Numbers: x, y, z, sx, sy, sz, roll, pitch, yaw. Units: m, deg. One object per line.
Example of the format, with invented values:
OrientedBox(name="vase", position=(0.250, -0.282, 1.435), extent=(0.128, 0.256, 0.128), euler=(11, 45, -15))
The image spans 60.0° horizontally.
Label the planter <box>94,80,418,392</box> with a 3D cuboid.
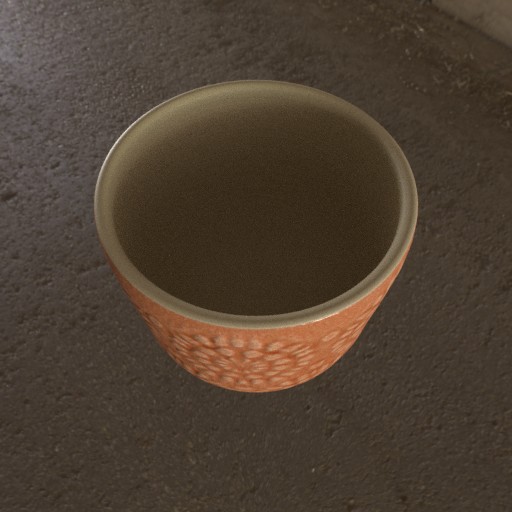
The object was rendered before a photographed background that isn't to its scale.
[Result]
OrientedBox(name="planter", position=(0.000, 0.000, 0.215), extent=(0.124, 0.109, 0.124), euler=(0, 58, 0))
